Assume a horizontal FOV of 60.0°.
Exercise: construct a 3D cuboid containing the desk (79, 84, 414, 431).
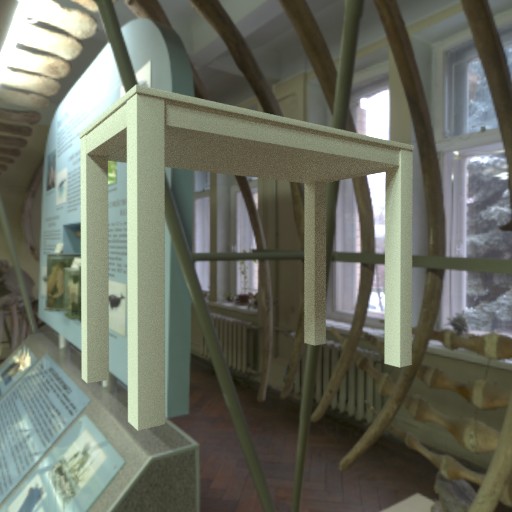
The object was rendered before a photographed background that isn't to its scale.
[{"bbox_3d":[0.000,0.000,1.461,0.990,0.762,0.497,-1,1,-35],"label":"desk"}]
